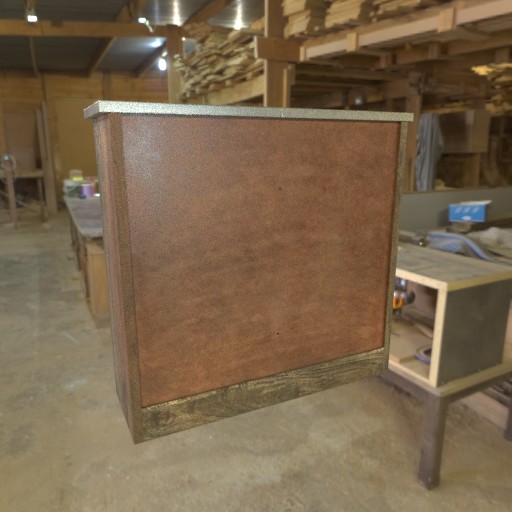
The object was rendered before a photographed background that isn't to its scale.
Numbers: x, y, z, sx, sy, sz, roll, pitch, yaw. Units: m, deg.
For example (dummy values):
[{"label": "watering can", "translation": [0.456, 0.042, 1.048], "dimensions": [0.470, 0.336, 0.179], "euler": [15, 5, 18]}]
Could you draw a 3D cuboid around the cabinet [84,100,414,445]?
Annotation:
[{"label": "cabinet", "translation": [0.000, 0.000, 1.479], "dimensions": [0.968, 0.919, 0.338], "euler": [-7, 16, -25]}]
